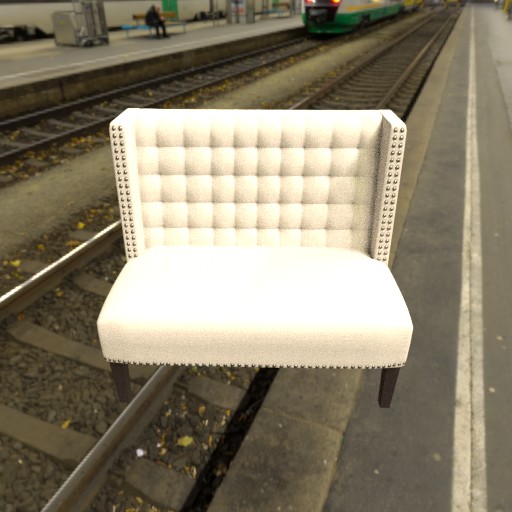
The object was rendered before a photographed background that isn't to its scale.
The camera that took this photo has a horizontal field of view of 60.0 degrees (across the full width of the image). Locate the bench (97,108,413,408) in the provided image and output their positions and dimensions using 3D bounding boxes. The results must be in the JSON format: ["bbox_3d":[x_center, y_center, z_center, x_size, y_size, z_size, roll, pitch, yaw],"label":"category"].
[{"bbox_3d":[0.000,0.000,2.024,1.280,1.123,0.847,1,31,1],"label":"bench"}]
